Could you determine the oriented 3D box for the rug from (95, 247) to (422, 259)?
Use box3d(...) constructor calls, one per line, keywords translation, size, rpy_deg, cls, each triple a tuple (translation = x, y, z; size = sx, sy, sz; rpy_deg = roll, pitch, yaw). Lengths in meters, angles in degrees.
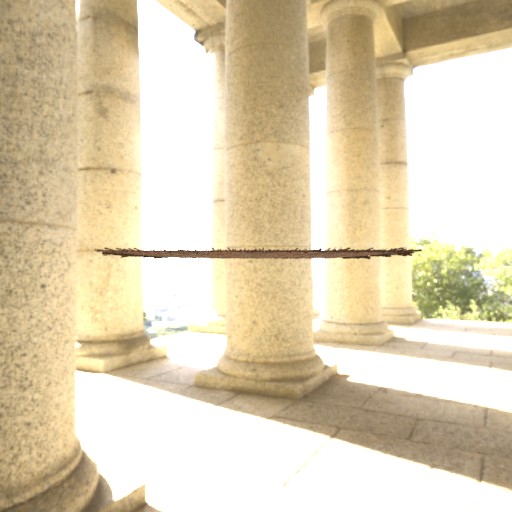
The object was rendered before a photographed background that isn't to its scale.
box3d(translation=(0.000, 0.000, 3.206), size=(1.778, 0.048, 2.450), rpy_deg=(0, -1, 0), cls="rug")
